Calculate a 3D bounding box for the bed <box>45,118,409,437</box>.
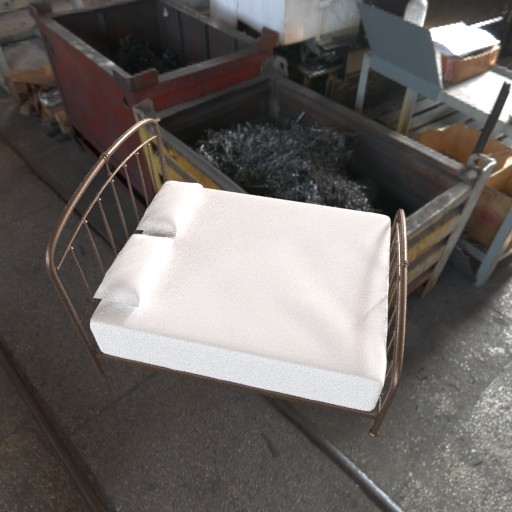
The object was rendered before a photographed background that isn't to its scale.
[{"bbox_3d":[0.000,0.000,3.341,2.168,1.475,1.711,10,47,9],"label":"bed"}]
